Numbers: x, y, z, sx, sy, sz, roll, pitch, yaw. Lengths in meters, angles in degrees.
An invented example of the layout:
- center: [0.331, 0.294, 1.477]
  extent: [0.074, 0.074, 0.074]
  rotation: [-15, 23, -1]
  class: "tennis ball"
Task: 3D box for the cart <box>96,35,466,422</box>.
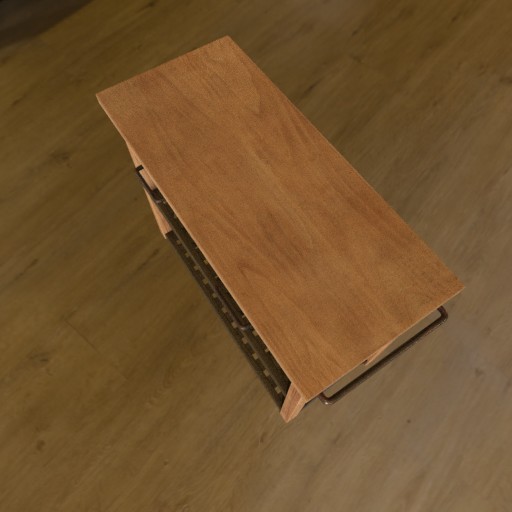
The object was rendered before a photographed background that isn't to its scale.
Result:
- center: [0.000, 0.000, 0.970]
  extent: [0.298, 0.554, 0.686]
  rotation: [-31, 68, -14]
  class: "cart"
